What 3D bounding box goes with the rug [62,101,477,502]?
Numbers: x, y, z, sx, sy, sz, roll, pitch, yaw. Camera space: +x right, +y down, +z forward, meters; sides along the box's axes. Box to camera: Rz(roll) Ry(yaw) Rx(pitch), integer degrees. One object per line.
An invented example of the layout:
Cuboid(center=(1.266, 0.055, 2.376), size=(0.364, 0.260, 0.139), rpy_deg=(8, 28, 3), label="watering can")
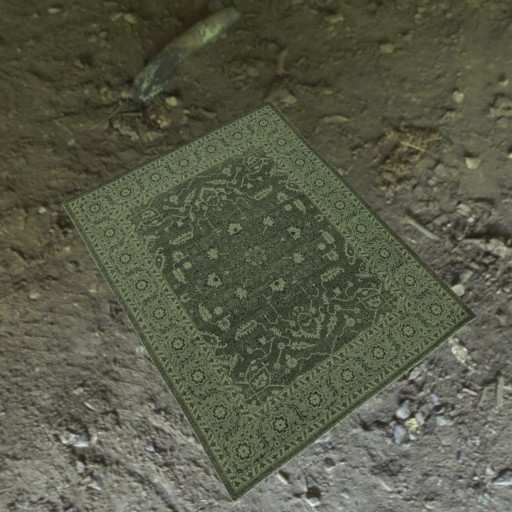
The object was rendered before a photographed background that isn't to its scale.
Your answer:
Cuboid(center=(0.000, 0.000, 4.003), size=(2.451, 0.026, 3.069), rpy_deg=(-31, 66, -15), label="rug")
